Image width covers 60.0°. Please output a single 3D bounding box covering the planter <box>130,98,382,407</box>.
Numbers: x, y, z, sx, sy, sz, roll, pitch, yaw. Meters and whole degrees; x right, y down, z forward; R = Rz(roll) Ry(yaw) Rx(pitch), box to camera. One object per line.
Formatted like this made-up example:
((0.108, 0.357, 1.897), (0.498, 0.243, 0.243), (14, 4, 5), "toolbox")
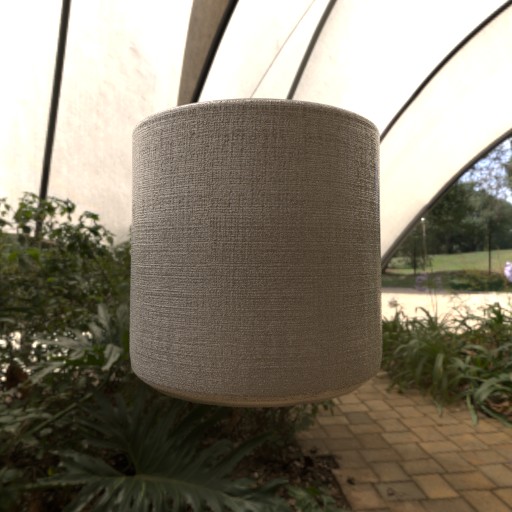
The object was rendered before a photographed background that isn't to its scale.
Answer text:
((0.000, 0.000, 0.292), (0.160, 0.156, 0.160), (0, 0, 0), "planter")
